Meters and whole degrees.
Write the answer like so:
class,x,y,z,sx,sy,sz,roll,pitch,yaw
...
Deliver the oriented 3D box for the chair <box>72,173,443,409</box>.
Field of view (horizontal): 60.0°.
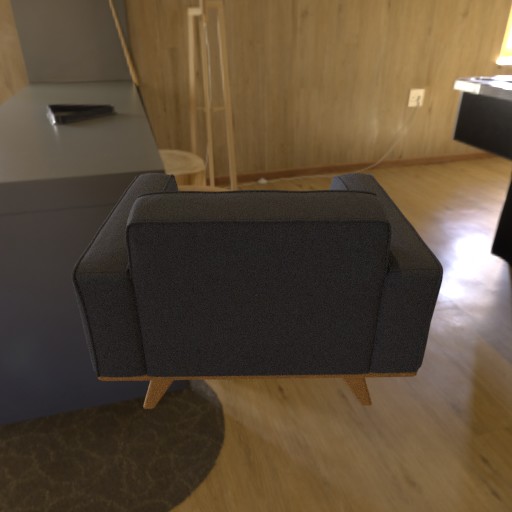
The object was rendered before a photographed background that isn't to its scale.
class,x,y,z,sx,sy,sz,roll,pitch,yaw
chair,0.000,0.000,1.758,1.118,0.783,0.953,-1,29,-1
